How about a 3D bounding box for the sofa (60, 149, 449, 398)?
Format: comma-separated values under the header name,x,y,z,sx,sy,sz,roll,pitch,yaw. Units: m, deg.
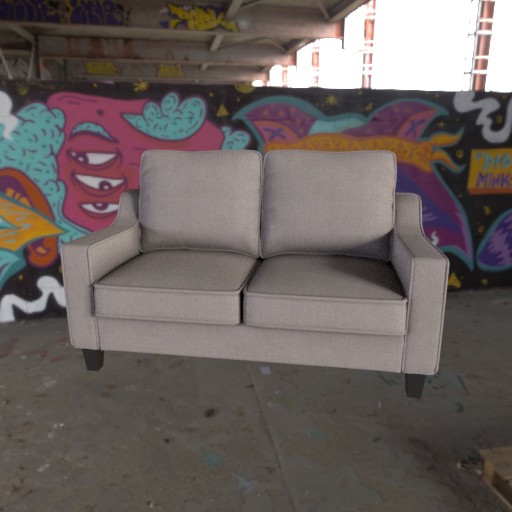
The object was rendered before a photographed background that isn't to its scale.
name,x,y,z,sx,sy,sz,roll,pitch,yaw
sofa,0.000,0.000,2.037,1.500,0.948,0.791,2,14,9
